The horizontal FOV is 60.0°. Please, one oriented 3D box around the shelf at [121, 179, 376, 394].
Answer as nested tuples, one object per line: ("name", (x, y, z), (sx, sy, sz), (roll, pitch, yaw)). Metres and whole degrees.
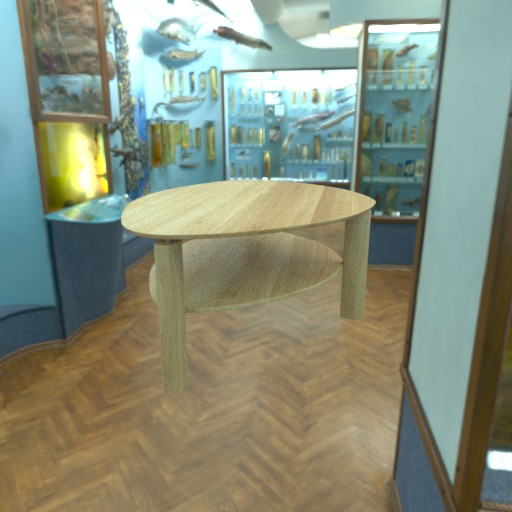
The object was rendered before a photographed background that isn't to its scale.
("shelf", (0.000, 0.000, 1.671), (0.845, 0.440, 1.246), (3, 16, 10))
